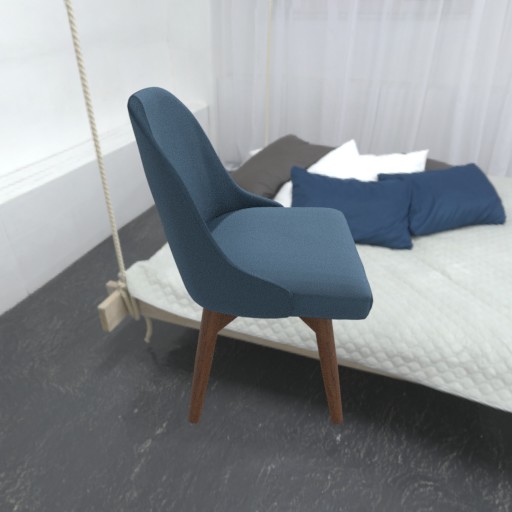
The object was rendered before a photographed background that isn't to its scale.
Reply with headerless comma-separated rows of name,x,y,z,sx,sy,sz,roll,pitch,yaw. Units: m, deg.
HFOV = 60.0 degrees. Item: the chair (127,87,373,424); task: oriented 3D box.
chair,0.000,0.000,1.267,0.589,0.882,0.503,0,32,0
